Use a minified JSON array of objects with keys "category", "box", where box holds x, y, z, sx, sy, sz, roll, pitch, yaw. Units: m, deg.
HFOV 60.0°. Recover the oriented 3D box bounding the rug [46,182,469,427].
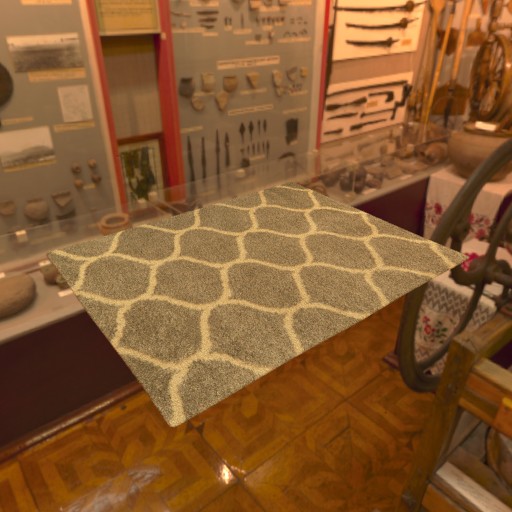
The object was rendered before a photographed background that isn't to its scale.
[{"category":"rug","box":[0.000,0.000,4.004,3.000,0.026,2.399,-21,36,-32]}]
